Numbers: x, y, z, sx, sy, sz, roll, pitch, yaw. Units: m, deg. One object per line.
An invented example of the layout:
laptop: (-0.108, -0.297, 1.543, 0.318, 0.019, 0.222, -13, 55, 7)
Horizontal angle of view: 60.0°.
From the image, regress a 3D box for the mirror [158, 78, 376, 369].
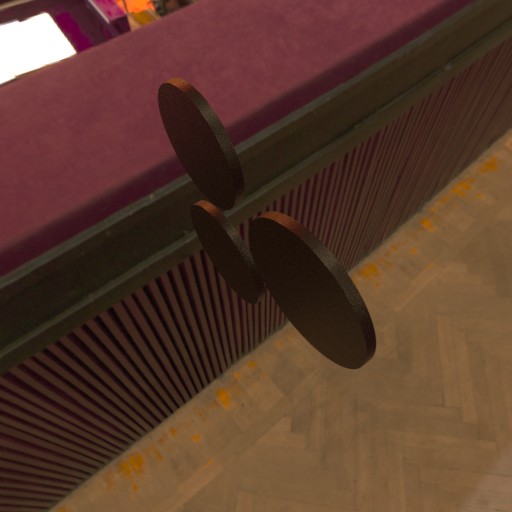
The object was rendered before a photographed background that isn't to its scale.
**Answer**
mirror: (0.000, 0.000, 3.240, 0.076, 2.096, 2.160, -33, 65, -18)
